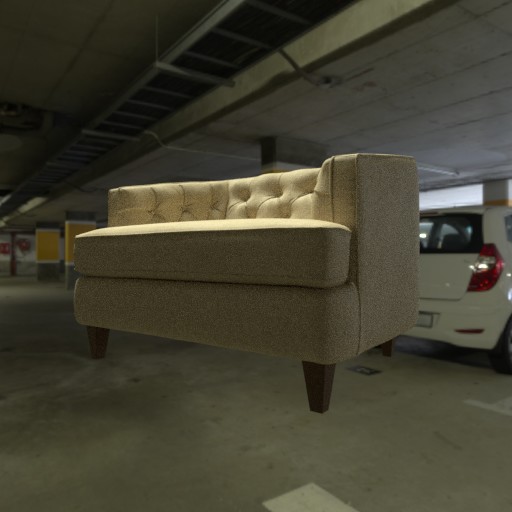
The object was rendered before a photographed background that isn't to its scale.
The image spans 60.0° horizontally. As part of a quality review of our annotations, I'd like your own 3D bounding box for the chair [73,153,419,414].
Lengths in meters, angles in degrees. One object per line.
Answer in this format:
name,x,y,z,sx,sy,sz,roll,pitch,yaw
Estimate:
chair,0.000,0.000,1.717,1.118,0.787,0.914,0,0,37
